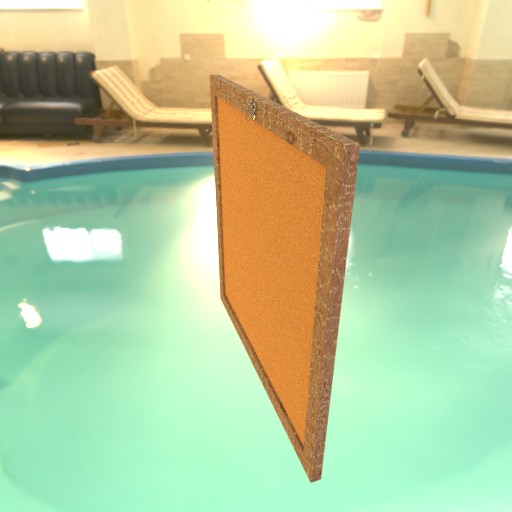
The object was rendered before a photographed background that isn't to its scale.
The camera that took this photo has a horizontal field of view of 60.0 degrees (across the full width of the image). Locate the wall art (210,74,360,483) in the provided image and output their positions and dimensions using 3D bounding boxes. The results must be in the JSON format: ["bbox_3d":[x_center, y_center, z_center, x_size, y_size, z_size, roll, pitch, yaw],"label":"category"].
[{"bbox_3d":[0.000,0.000,0.559,0.022,0.380,0.380,-10,31,-17],"label":"wall art"}]
